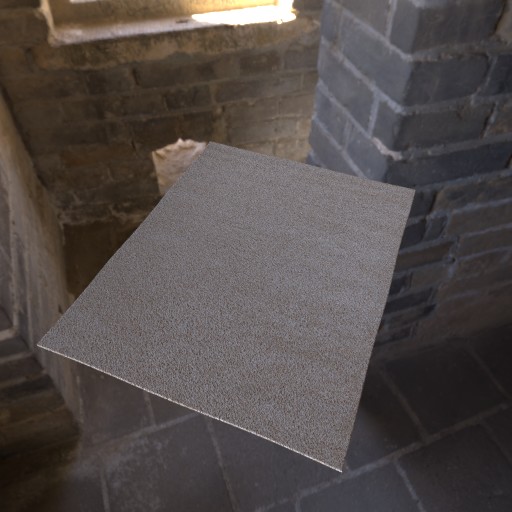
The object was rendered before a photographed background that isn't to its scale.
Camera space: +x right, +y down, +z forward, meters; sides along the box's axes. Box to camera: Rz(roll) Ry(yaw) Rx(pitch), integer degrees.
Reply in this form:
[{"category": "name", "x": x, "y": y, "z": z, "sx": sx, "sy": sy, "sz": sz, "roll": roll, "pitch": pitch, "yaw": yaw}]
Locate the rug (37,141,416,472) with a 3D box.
[{"category": "rug", "x": 0.000, "y": 0.000, "z": 4.032, "sx": 2.400, "sy": 0.026, "sz": 3.000, "roll": 17, "pitch": 50, "yaw": 15}]
